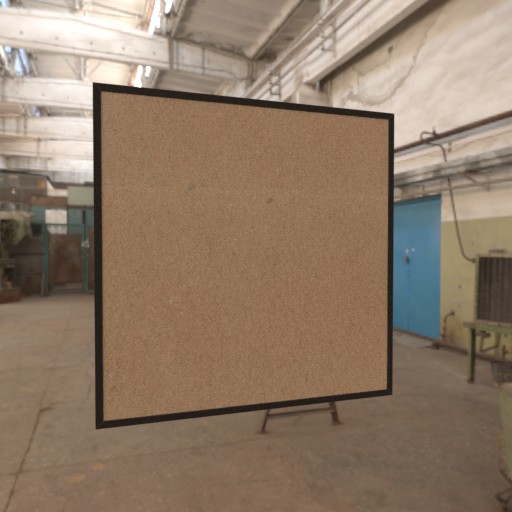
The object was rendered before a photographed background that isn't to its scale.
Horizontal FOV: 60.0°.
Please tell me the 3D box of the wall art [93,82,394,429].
[{"bbox_3d":[0.000,0.000,0.742,0.508,0.508,0.038,0,1,-17],"label":"wall art"}]
